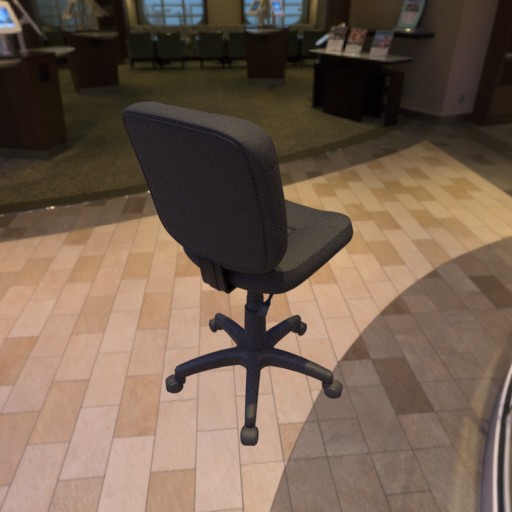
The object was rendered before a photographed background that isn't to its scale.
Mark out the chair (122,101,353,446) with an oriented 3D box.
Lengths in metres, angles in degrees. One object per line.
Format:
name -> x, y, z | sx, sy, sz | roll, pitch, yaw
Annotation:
chair -> 0.000, 0.000, 1.362 | 0.610, 0.972, 0.610 | 22, 37, 33
